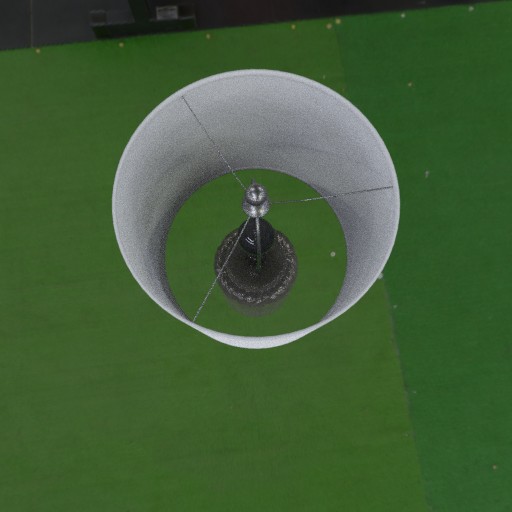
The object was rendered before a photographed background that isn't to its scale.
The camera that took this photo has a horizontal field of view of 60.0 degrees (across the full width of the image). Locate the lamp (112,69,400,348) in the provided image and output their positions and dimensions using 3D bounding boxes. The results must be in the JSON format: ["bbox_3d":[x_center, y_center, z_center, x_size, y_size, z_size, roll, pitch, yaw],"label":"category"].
[{"bbox_3d":[0.000,0.000,0.495,0.203,0.389,0.203,-4,77,-1],"label":"lamp"}]
